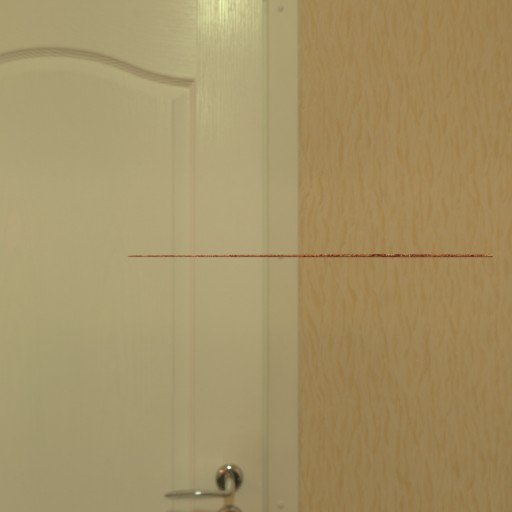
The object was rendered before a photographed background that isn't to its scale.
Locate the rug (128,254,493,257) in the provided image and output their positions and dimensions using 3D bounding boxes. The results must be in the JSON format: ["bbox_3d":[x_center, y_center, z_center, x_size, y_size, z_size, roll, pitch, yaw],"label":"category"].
[{"bbox_3d":[0.000,0.000,2.651,0.750,0.011,2.435,0,0,-35],"label":"rug"}]
